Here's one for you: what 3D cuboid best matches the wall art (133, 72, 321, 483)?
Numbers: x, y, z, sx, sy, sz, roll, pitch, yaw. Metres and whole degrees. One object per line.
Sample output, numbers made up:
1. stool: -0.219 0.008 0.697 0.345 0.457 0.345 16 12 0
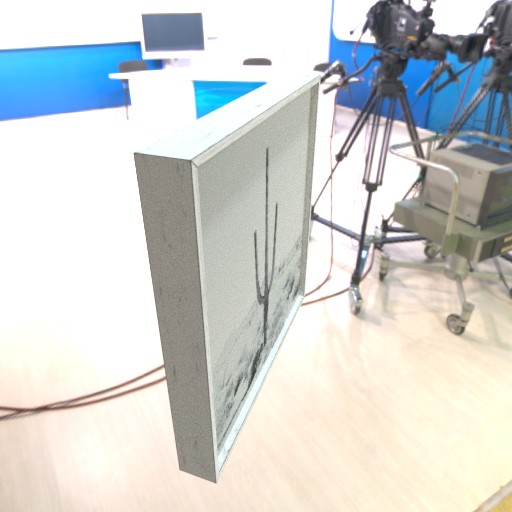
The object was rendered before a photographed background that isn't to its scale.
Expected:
1. wall art: 0.000 0.000 0.453 0.038 0.305 0.305 11 33 18
